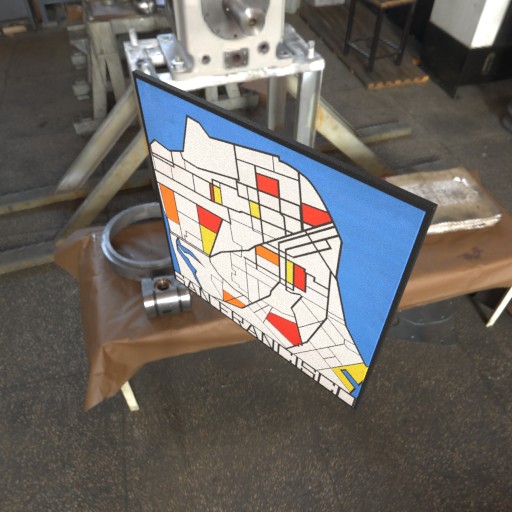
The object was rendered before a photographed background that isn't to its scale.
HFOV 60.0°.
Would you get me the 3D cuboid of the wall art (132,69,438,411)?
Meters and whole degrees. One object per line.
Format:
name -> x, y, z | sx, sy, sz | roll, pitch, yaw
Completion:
wall art -> 0.000, 0.000, 1.012 | 0.664, 0.663, 0.015 | 32, 55, 26
